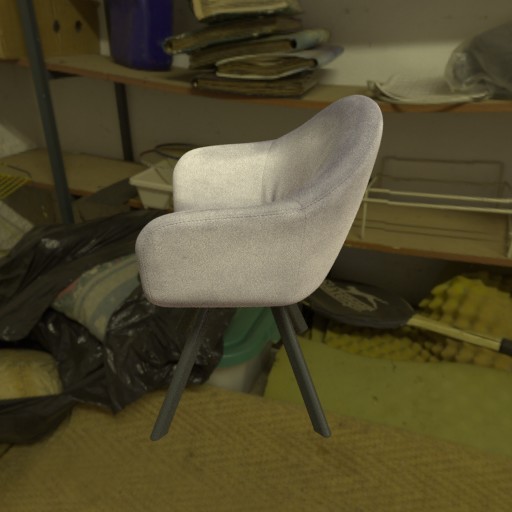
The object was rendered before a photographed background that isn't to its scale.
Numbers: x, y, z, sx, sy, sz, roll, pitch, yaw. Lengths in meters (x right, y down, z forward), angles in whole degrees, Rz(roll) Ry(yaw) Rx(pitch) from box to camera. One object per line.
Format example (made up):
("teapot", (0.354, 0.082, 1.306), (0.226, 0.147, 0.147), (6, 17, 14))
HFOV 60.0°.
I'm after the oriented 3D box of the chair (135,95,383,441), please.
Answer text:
("chair", (0.000, 0.000, 1.144), (0.540, 0.780, 0.570), (-1, 26, -1))
